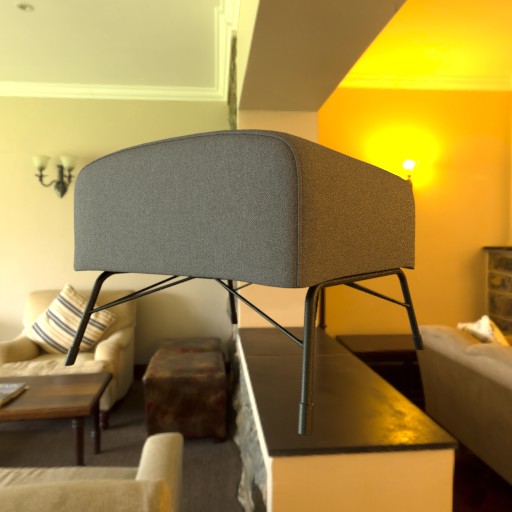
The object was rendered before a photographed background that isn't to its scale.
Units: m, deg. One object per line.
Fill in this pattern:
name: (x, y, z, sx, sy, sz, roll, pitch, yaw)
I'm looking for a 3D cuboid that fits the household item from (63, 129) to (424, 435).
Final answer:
household item: (0.000, 0.000, 0.896, 0.530, 0.410, 0.530, 1, 3, 35)
